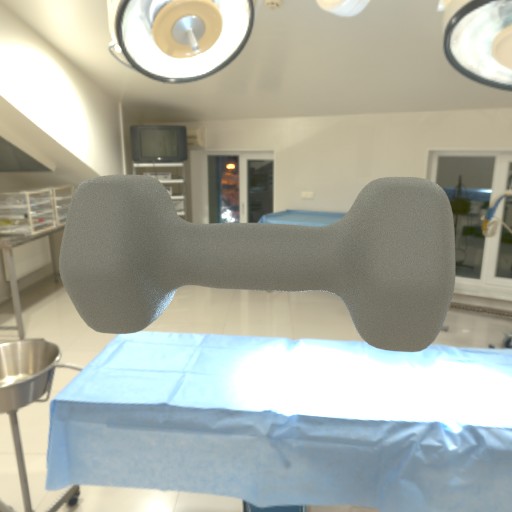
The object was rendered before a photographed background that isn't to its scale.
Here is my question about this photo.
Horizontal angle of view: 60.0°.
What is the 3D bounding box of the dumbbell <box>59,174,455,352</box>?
[{"bbox_3d":[0.000,0.000,0.229,0.184,0.081,0.090,2,14,9],"label":"dumbbell"}]
